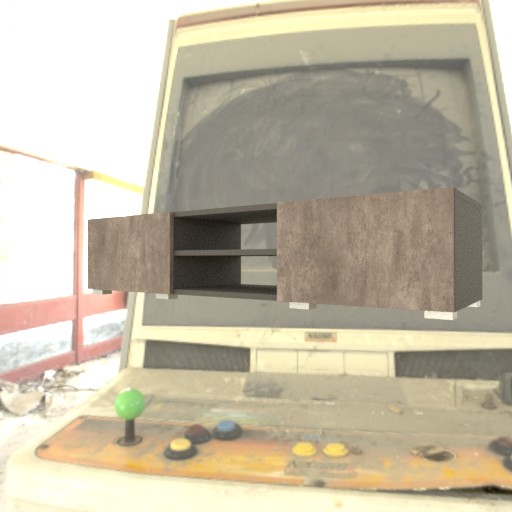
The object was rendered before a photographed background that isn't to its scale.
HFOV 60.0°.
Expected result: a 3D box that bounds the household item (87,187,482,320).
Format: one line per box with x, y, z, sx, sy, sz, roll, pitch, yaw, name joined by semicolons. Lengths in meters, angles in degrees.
0.000;0.000;1.589;1.400;0.310;0.420;0;-1;35;household item
